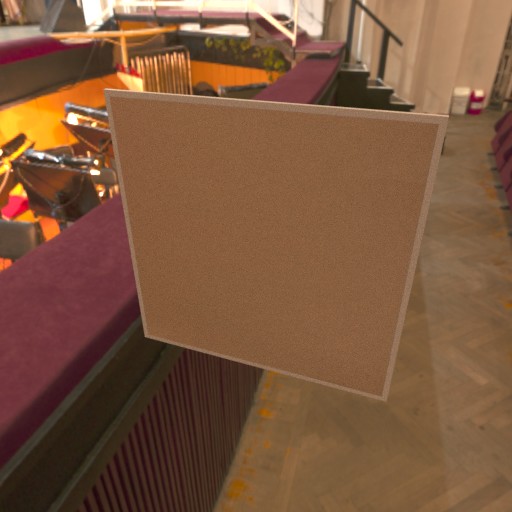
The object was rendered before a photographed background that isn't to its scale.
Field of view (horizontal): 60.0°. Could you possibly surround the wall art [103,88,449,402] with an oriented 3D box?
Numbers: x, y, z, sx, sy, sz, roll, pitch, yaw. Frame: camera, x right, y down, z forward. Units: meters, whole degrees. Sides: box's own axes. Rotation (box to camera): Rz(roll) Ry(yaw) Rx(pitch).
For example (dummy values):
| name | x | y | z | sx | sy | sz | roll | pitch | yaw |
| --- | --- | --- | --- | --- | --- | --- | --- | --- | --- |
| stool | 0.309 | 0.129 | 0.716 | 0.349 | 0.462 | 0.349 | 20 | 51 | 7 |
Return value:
| name | x | y | z | sx | sy | sz | roll | pitch | yaw |
| --- | --- | --- | --- | --- | --- | --- | --- | --- | --- |
| wall art | 0.000 | 0.000 | 1.201 | 0.809 | 0.809 | 0.012 | 11 | 33 | 17 |
